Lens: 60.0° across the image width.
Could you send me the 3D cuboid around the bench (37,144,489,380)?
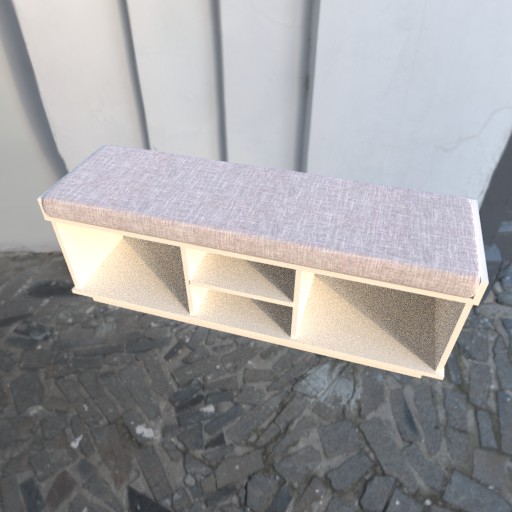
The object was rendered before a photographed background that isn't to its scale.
[{"bbox_3d":[0.000,0.000,1.386,1.196,0.453,0.363,11,42,13],"label":"bench"}]
